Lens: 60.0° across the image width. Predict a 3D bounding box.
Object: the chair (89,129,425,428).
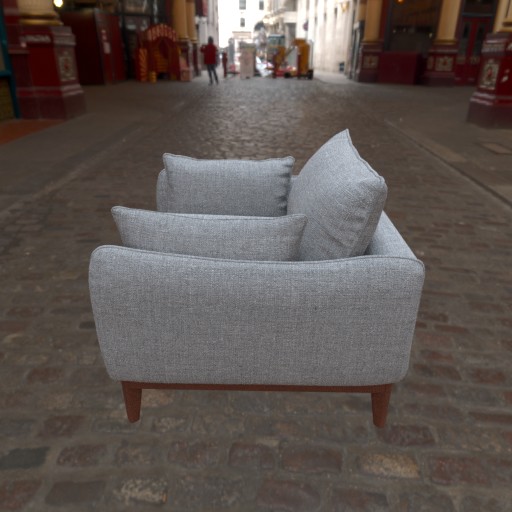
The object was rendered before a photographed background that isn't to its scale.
[{"bbox_3d":[0.000,0.000,1.713,0.976,0.839,0.993,1,25,1],"label":"chair"}]
